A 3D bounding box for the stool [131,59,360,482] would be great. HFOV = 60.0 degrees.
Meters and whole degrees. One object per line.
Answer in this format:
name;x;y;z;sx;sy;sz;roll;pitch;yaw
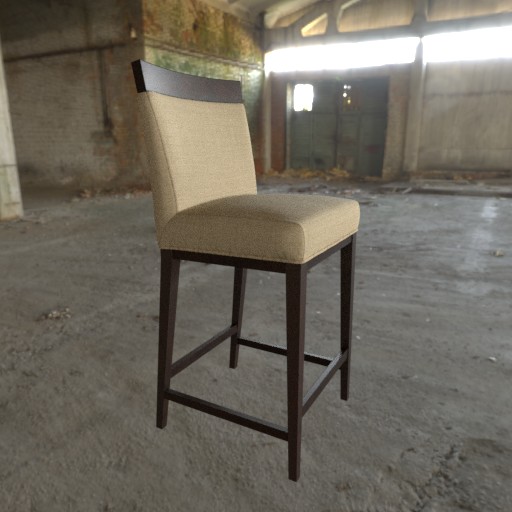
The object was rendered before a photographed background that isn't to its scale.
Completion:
stool;0.000;0.000;1.406;0.531;1.117;0.511;8;17;28
